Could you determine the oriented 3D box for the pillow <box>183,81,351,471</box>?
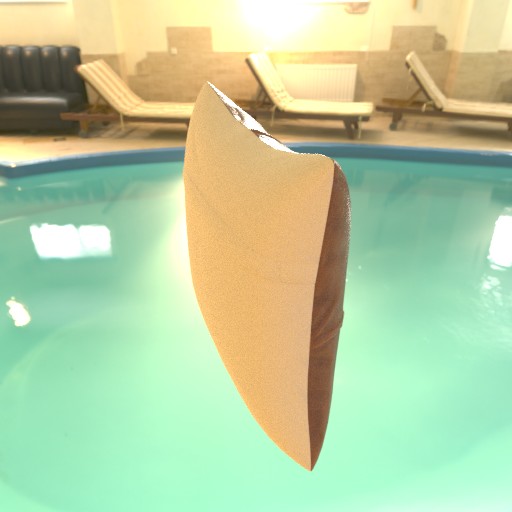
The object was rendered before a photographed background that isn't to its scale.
[{"bbox_3d":[0.000,0.000,0.720,0.192,0.470,0.484,-11,32,-18],"label":"pillow"}]
